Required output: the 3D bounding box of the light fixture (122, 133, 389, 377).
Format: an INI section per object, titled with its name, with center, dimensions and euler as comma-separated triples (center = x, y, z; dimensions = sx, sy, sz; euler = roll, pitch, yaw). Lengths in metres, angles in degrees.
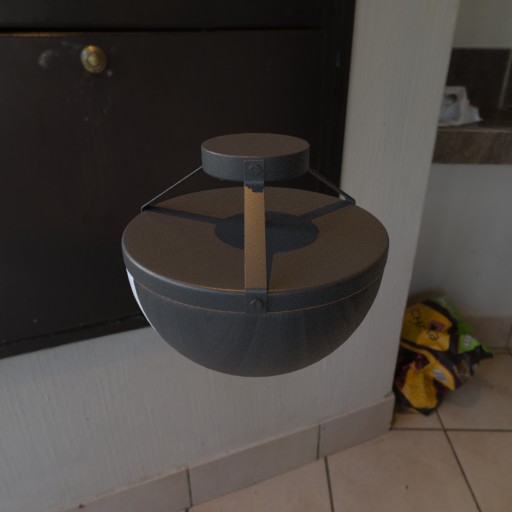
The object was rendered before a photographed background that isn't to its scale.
[light fixture]
center = 0.000, 0.000, 0.535
dimensions = 0.304, 0.269, 0.304
euler = 0, 26, 0
